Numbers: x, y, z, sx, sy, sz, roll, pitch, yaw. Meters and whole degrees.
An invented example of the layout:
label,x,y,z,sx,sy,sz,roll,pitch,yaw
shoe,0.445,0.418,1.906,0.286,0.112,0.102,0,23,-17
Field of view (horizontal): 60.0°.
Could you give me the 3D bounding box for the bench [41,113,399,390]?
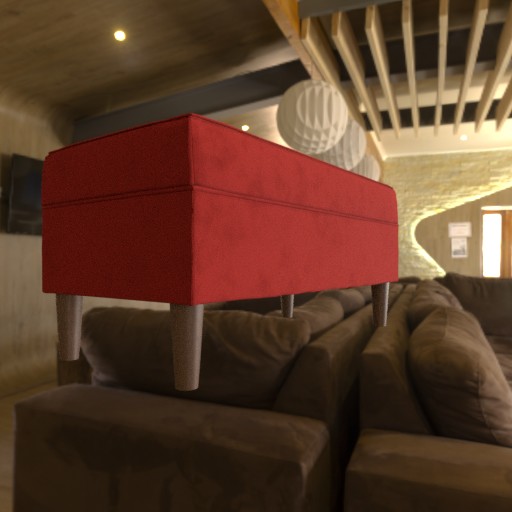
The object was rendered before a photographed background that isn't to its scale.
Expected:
label,x,y,z,sx,sy,sz,roll,pitch,yaw
bench,0.000,0.000,1.261,0.492,0.471,1.016,0,-1,37
